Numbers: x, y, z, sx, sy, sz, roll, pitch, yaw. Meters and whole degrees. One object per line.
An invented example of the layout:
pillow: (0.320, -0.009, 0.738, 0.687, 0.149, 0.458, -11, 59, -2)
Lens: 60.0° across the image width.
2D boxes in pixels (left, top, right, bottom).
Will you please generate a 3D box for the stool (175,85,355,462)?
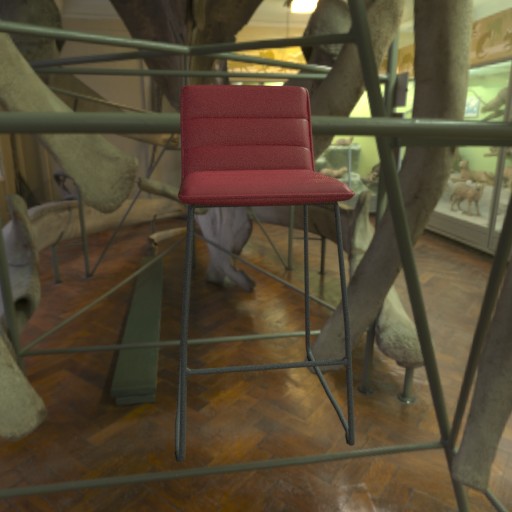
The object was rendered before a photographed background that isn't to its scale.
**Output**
stool: (0.000, 0.000, 1.245, 0.489, 0.937, 0.524, -2, 17, -7)
